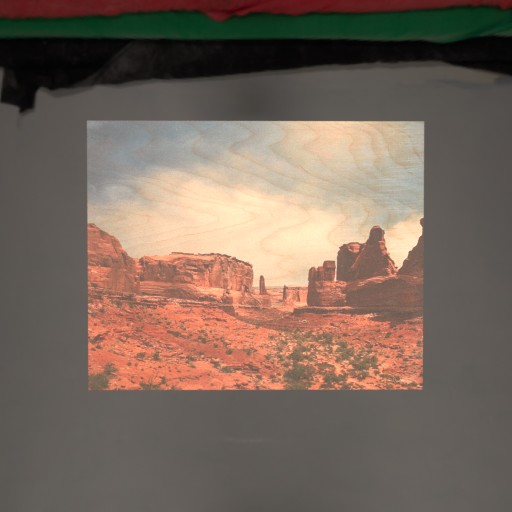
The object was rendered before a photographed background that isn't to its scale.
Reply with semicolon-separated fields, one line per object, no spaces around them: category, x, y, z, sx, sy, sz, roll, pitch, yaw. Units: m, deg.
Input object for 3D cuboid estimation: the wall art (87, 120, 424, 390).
wall art;0.000;0.000;0.676;0.508;0.406;0.013;0;1;0
